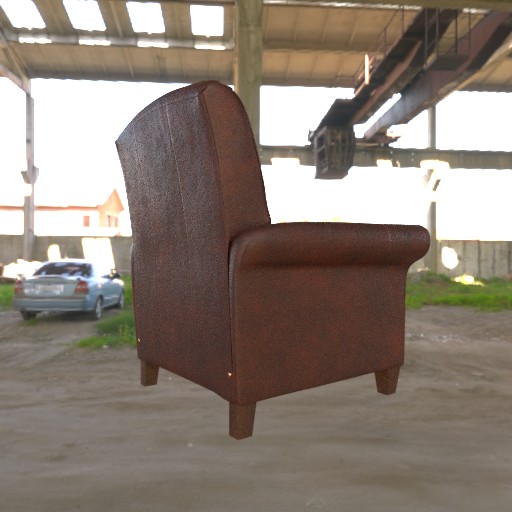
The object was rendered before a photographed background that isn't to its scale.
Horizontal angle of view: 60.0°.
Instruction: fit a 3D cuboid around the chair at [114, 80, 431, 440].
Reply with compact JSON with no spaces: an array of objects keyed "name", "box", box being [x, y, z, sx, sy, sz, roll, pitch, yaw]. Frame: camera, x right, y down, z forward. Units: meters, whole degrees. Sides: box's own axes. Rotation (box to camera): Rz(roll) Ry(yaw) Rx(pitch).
[{"name":"chair","box":[0.000,0.000,1.753,0.902,1.061,0.978,0,0,-37]}]
